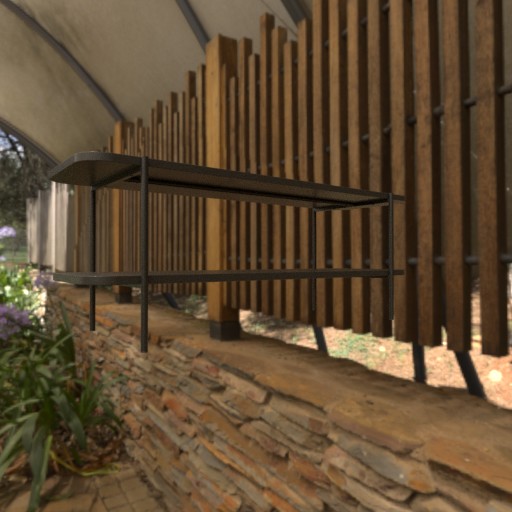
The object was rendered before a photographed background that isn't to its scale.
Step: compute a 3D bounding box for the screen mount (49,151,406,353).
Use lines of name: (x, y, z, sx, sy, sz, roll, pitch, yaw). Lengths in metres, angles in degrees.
screen mount: (0.000, 0.000, 1.446, 1.200, 0.447, 0.400, 0, -1, -37)
